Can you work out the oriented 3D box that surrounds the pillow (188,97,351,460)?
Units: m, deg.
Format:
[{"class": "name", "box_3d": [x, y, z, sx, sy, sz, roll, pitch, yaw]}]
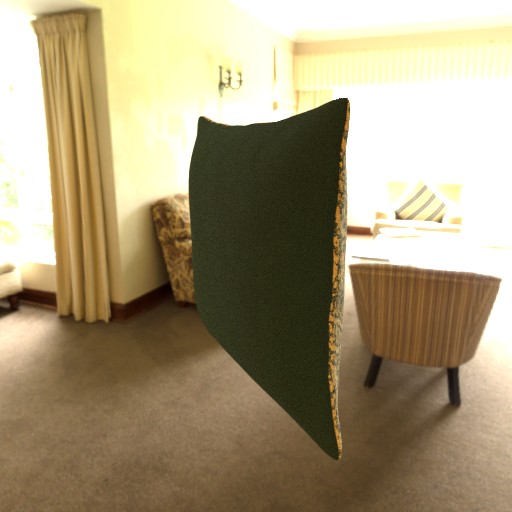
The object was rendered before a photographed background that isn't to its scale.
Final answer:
[{"class": "pillow", "box_3d": [0.000, 0.000, 0.808, 0.166, 0.510, 0.523, -7, 16, -26]}]
